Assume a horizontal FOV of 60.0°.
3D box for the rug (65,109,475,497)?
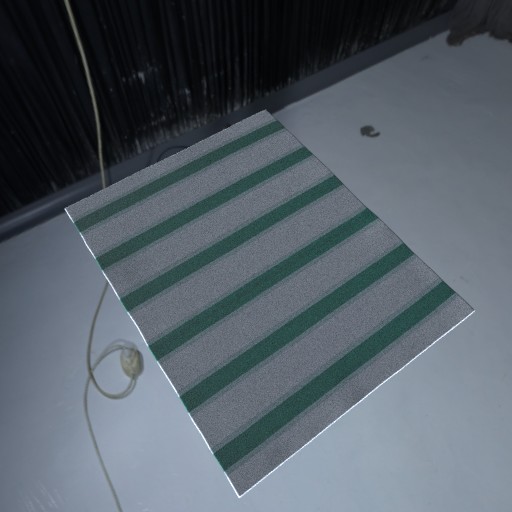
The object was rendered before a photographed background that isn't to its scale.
[{"bbox_3d":[0.000,0.000,4.051,2.434,0.019,3.041,-31,64,-17],"label":"rug"}]
